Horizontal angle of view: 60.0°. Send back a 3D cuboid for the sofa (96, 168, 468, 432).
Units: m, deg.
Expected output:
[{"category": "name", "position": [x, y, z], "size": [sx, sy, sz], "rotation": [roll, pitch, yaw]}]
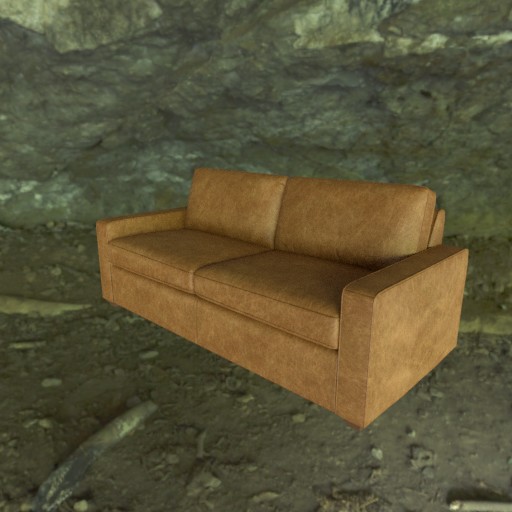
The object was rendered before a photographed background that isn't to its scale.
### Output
[{"category": "sofa", "position": [0.000, 0.000, 2.665], "size": [2.156, 0.928, 0.991], "rotation": [14, 21, 42]}]
